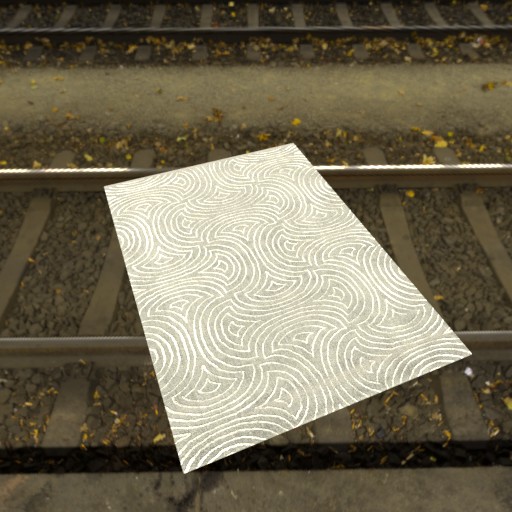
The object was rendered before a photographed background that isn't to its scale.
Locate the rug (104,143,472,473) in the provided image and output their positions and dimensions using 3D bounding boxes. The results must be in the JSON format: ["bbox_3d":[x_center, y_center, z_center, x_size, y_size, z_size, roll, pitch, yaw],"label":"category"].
[{"bbox_3d":[0.000,0.000,2.780,1.543,0.015,2.144,-16,49,-15],"label":"rug"}]
